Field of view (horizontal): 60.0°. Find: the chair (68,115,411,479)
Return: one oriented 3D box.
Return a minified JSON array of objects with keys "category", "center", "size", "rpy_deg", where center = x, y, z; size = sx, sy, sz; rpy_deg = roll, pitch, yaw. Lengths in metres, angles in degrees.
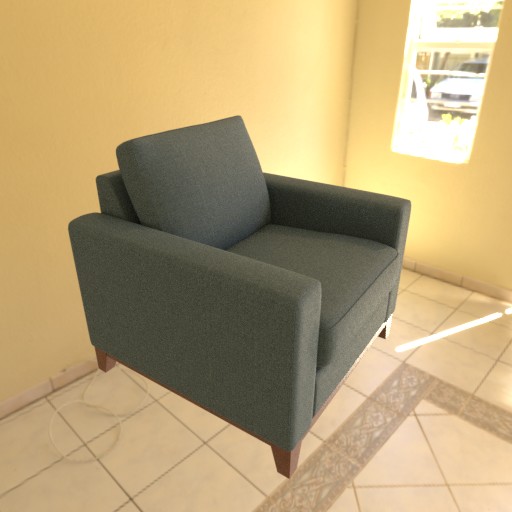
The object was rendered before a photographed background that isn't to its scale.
[{"category":"chair","center":[0.000,0.000,1.865],"size":[1.038,1.010,1.024],"rpy_deg":[17,31,30]}]
